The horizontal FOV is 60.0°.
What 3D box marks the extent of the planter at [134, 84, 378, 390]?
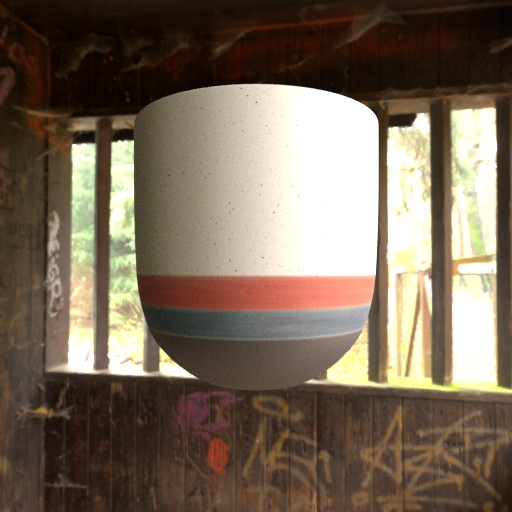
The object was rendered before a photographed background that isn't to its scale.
[{"bbox_3d":[0.000,0.000,0.380,0.204,0.214,0.204,0,-1,0],"label":"planter"}]
